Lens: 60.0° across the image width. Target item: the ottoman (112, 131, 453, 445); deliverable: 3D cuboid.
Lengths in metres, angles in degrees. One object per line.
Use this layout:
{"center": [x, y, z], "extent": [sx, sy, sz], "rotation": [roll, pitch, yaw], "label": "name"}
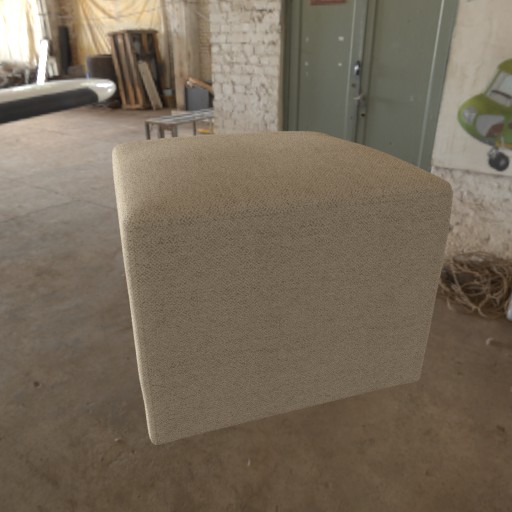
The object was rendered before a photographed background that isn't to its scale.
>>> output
{"center": [0.000, 0.000, 0.916], "extent": [0.521, 0.453, 0.512], "rotation": [-8, 26, -16], "label": "ottoman"}
